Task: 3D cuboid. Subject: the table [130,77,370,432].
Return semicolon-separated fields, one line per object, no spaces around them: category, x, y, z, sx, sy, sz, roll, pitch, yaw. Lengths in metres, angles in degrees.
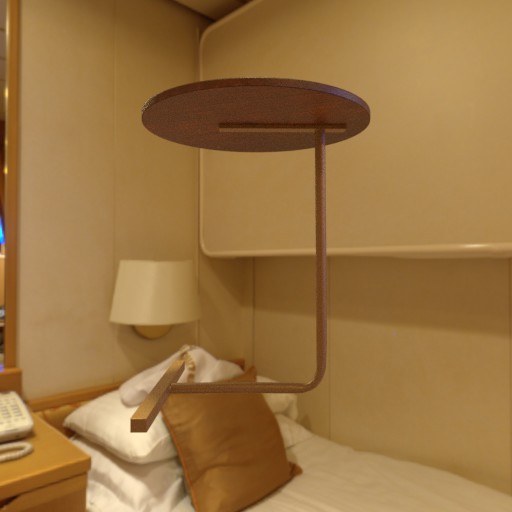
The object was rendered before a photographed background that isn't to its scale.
table;0.000;0.000;1.144;0.577;0.706;0.530;0;-1;-1
